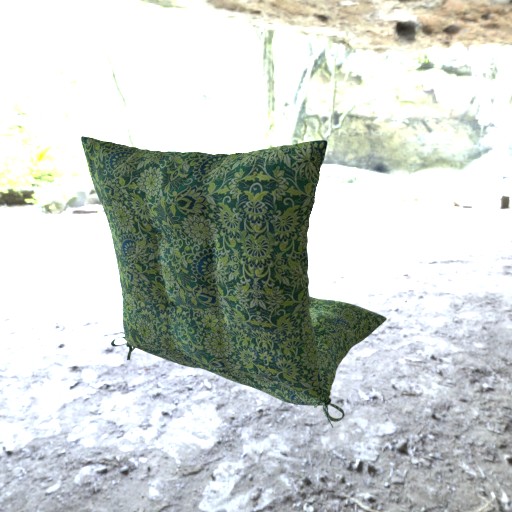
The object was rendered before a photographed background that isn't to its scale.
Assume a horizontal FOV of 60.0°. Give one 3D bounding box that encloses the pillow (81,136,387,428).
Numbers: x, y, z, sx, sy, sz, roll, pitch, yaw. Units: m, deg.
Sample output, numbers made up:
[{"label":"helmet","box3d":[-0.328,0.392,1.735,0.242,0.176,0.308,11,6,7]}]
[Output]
[{"label":"pillow","box3d":[0.000,0.000,1.022,0.541,0.536,0.585,9,18,28]}]
